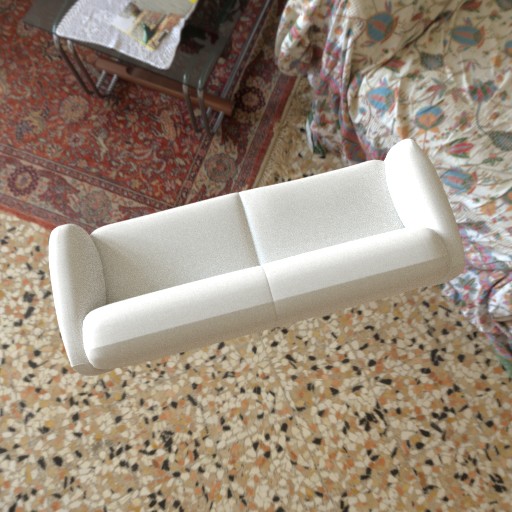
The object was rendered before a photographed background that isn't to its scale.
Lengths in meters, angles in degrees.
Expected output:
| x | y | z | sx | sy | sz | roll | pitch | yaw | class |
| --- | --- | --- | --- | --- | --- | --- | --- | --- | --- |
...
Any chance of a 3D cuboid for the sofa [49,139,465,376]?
| x | y | z | sx | sy | sz | roll | pitch | yaw | class |
| --- | --- | --- | --- | --- | --- | --- | --- | --- | --- |
| 0.000 | 0.000 | 2.634 | 2.257 | 0.780 | 0.880 | -14 | 77 | -3 | sofa |
